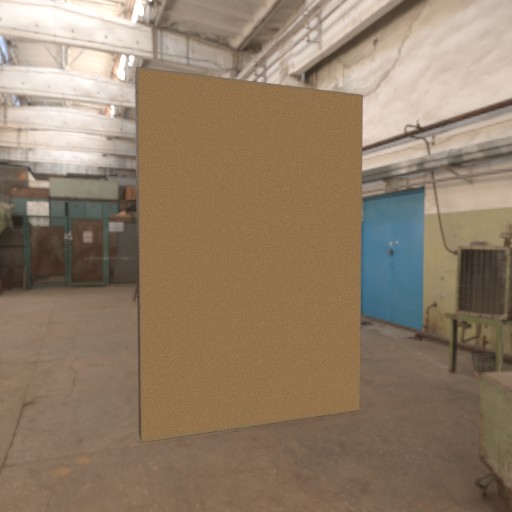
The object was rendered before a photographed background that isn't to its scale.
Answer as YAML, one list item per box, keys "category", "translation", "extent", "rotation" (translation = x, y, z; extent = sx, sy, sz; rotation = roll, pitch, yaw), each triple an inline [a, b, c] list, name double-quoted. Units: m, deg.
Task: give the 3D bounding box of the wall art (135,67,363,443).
- category: "wall art"
  translation: [0.000, 0.000, 0.605]
  extent: [0.313, 0.457, 0.031]
  rotation: [-1, 2, -19]
